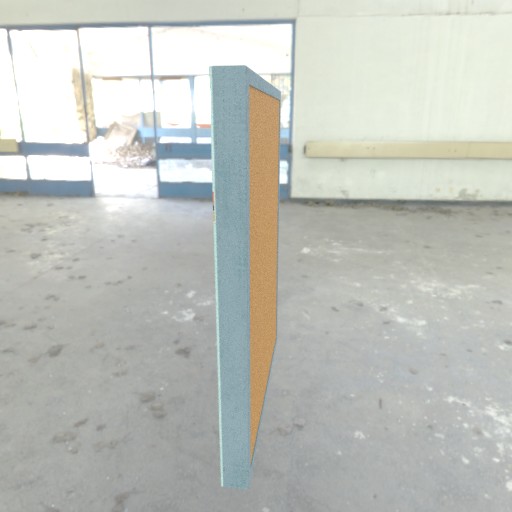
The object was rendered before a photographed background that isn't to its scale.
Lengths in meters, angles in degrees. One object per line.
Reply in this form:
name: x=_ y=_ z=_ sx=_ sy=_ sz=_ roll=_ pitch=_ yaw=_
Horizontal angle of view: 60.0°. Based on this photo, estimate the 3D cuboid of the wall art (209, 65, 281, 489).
wall art: x=0.000 y=0.000 z=0.696 sx=0.037 sy=0.509 sz=0.409 roll=2 pitch=17 yaw=7
